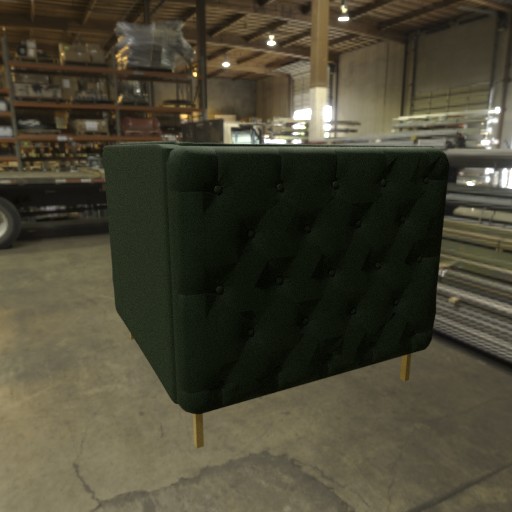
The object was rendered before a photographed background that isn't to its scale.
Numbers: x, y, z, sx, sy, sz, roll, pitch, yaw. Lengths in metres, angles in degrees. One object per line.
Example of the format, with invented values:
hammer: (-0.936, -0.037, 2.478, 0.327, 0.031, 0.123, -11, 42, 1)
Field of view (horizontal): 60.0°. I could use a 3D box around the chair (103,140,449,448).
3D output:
chair: (0.000, 0.000, 1.553, 0.855, 0.768, 0.917, -7, 15, -27)
